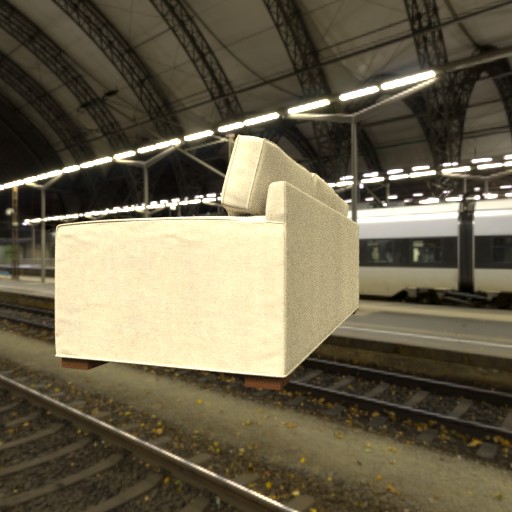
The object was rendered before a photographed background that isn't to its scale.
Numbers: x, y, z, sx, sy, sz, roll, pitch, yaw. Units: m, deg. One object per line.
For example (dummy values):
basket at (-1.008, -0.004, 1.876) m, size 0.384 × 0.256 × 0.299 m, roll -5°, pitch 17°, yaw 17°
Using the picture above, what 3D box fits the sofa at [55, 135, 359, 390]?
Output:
sofa at (0.000, 0.000, 2.540) m, size 0.936 × 0.862 × 2.093 m, roll 0°, pitch 0°, yaw 19°
